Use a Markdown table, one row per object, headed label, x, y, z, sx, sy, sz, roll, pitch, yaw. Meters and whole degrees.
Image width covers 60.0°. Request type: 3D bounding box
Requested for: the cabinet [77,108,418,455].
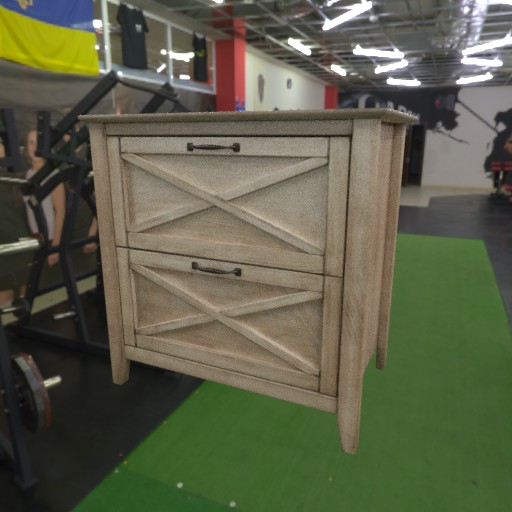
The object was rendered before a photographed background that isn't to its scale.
| label | x | y | z | sx | sy | sz | roll | pitch | yaw |
| --- | --- | --- | --- | --- | --- | --- | --- | --- | --- |
| cabinet | 0.000 | 0.000 | 1.268 | 0.763 | 0.762 | 0.503 | 7 | 17 | 24 |
